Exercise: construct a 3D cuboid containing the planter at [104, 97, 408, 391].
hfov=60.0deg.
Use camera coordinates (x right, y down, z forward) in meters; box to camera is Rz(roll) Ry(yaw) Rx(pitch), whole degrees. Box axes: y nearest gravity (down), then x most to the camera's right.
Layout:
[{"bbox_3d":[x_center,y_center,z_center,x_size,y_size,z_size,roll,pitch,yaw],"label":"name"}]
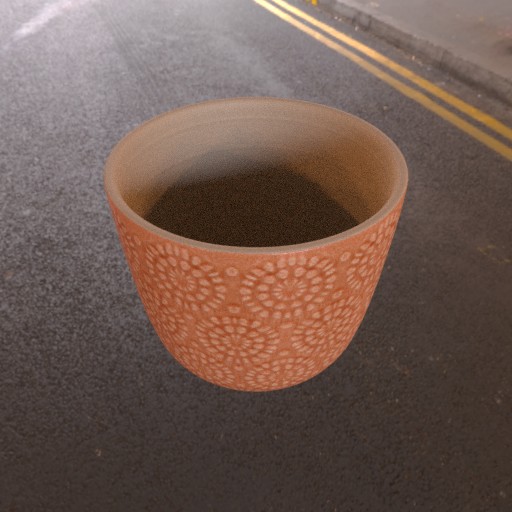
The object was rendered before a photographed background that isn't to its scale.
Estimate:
[{"bbox_3d":[0.000,0.000,0.373,0.208,0.190,0.208,0,42,0],"label":"planter"}]
